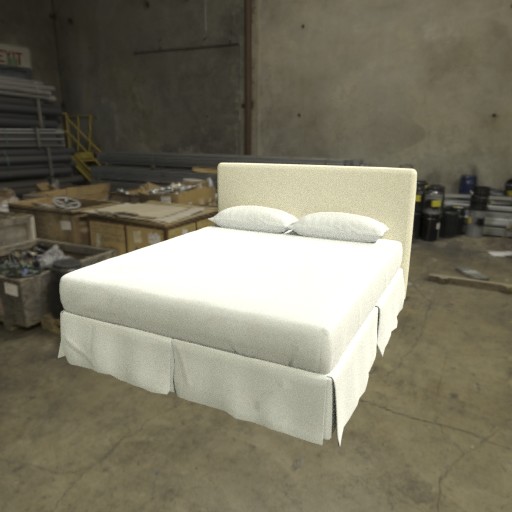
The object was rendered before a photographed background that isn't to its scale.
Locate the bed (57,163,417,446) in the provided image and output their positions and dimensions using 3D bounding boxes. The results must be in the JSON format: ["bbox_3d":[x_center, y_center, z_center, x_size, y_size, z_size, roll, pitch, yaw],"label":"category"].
[{"bbox_3d":[0.000,0.000,3.572,2.119,1.317,2.341,8,17,26],"label":"bed"}]
